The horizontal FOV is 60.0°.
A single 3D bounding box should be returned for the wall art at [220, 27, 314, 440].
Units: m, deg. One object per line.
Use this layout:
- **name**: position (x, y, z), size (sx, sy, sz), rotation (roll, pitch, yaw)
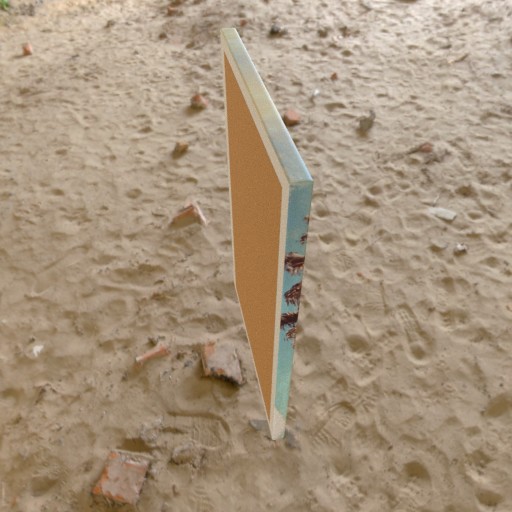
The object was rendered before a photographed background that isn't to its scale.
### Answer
- **wall art**: position (0.000, 0.000, 1.154), size (0.037, 0.915, 0.605), rotation (-9, 47, -9)
